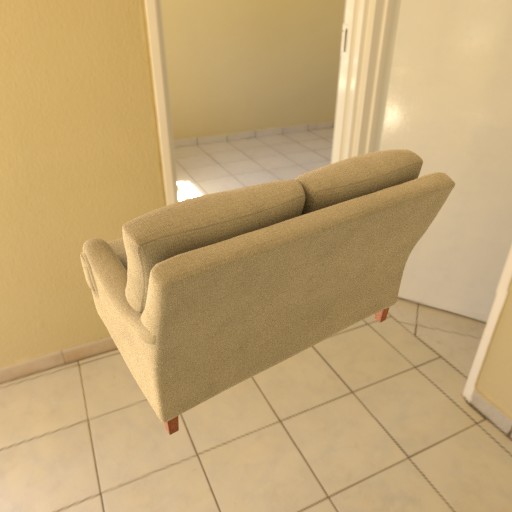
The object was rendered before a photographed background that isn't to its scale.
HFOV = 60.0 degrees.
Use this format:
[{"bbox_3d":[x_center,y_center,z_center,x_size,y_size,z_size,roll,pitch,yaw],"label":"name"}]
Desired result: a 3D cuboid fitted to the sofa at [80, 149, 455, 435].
[{"bbox_3d":[0.000,0.000,2.191,1.480,0.999,1.087,-20,36,-29],"label":"sofa"}]
